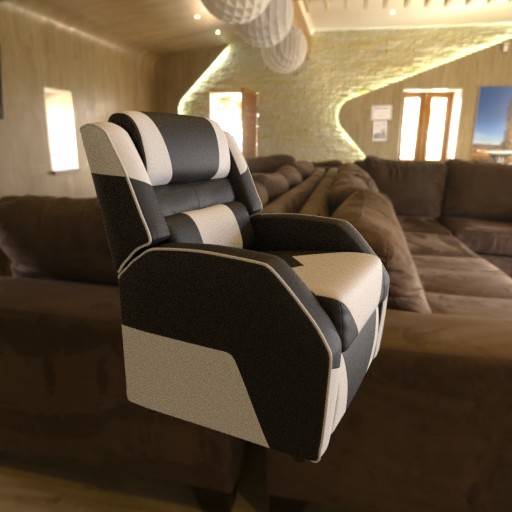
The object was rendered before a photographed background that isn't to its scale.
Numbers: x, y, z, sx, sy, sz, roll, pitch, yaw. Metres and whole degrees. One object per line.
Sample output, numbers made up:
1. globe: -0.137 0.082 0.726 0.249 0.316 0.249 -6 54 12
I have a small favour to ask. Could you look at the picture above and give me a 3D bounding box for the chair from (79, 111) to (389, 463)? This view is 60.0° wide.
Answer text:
1. chair: 0.000 0.000 1.285 0.672 0.805 0.620 7 16 26
